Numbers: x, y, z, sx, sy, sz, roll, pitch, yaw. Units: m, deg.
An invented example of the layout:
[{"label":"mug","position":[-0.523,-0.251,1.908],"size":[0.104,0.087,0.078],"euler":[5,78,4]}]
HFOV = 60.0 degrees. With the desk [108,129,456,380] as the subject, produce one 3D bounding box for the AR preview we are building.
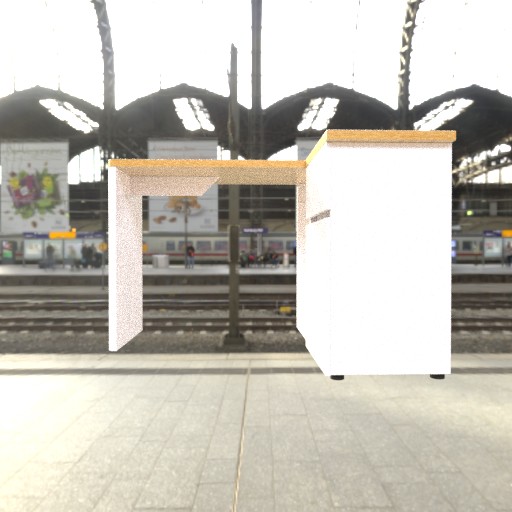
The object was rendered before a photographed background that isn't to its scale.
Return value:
[{"label":"desk","position":[0.000,0.000,1.761],"size":[1.170,0.760,0.900],"euler":[0,1,-2]}]
